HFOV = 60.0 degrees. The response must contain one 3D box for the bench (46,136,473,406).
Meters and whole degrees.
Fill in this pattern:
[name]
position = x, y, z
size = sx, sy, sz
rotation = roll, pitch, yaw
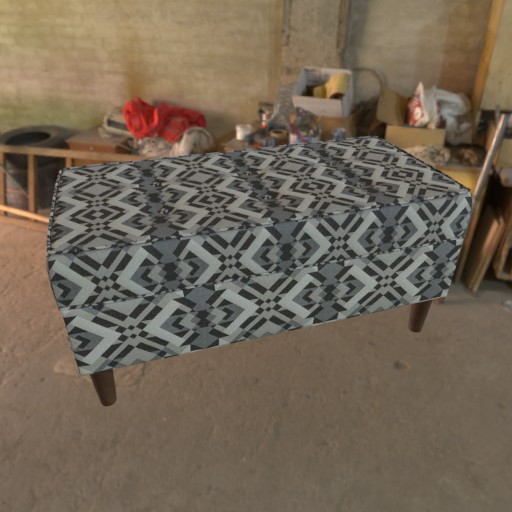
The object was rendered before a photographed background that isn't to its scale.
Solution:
[bench]
position = 0.000, 0.000, 1.279
size = 1.016, 0.477, 0.492
rotation = -10, 34, -15
